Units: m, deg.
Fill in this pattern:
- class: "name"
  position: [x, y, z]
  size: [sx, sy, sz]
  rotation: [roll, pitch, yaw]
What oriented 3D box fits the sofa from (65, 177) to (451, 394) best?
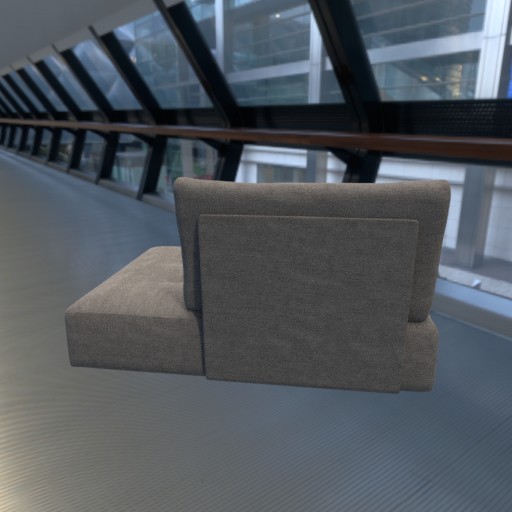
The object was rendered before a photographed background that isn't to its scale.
- class: "sofa"
  position: [0.000, 0.000, 2.040]
  size: [1.450, 0.820, 1.002]
  rotation: [2, 16, 7]
